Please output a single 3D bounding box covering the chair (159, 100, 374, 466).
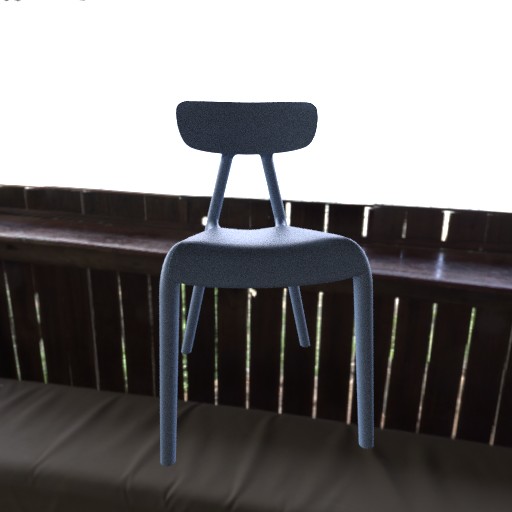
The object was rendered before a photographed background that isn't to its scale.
[{"bbox_3d":[0.000,0.000,0.841,0.356,0.580,0.401,-2,15,-7],"label":"chair"}]
